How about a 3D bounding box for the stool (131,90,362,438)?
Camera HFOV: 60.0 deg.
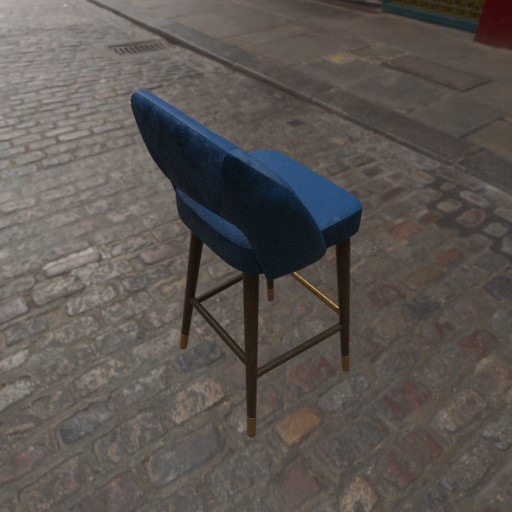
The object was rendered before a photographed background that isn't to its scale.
[{"bbox_3d":[0.000,0.000,1.326,0.515,1.016,0.514,-25,46,-27],"label":"stool"}]
